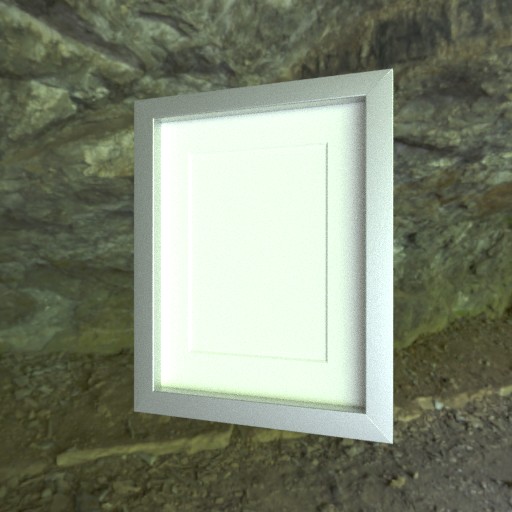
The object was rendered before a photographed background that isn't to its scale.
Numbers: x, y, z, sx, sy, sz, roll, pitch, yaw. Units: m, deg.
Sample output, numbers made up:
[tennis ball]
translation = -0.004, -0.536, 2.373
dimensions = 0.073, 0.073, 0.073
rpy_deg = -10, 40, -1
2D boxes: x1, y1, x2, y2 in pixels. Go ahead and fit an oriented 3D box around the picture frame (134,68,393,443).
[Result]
[picture frame]
translation = 0.000, 0.000, 0.520
dimensions = 0.307, 0.386, 0.036
rpy_deg = 0, 0, 18
